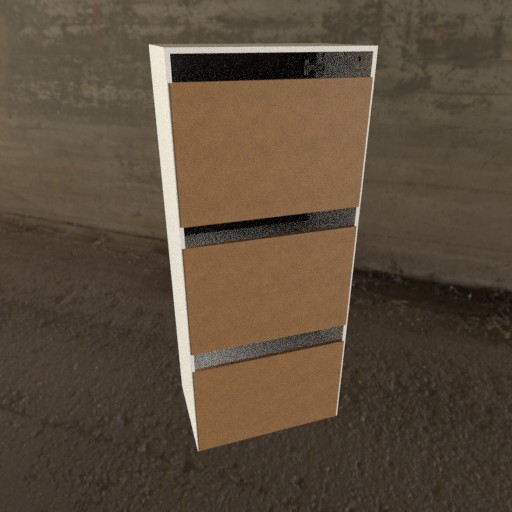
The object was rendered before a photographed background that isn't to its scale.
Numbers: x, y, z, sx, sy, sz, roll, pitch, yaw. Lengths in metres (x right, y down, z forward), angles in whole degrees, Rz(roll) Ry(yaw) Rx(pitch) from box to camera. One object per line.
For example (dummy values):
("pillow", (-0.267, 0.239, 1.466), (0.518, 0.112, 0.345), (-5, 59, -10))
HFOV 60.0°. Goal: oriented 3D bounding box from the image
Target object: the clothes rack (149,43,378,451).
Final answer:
("clothes rack", (0.000, 0.000, 1.380), (0.500, 1.187, 0.330), (-8, 28, -16))
